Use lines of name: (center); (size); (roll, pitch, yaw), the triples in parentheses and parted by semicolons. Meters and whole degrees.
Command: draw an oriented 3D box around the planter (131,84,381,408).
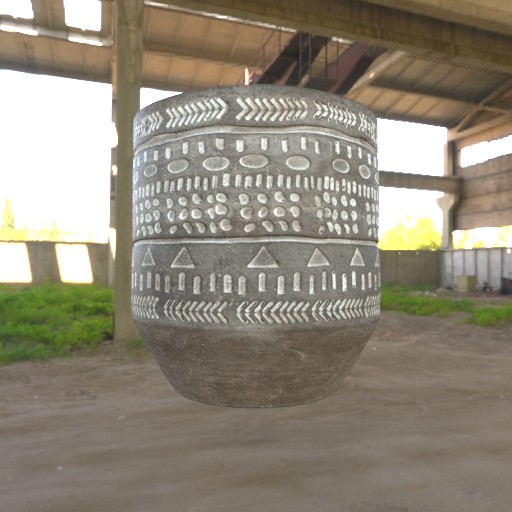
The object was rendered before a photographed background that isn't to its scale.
planter: (0.000, 0.000, 0.225); (0.122, 0.128, 0.122); (0, -1, 0)
